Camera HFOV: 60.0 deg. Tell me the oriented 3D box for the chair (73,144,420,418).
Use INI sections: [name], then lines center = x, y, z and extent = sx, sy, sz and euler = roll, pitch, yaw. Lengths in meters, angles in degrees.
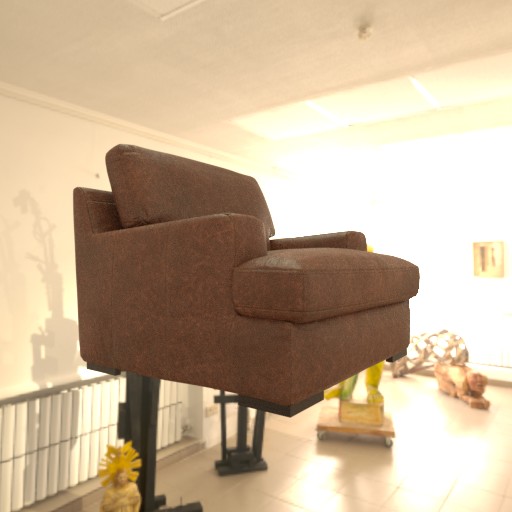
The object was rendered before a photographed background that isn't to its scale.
[chair]
center = 0.000, 0.000, 1.988
extent = 1.143, 0.939, 1.168
euler = -1, -1, 36
